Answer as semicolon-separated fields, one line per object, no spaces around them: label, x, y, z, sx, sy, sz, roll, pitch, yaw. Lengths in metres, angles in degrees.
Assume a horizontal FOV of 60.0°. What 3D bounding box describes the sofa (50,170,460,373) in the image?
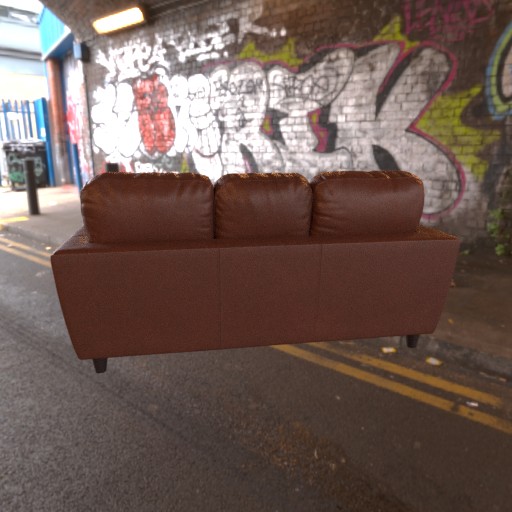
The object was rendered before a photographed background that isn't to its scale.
sofa;0.000;0.000;2.366;1.862;0.915;0.802;-2;14;-9
